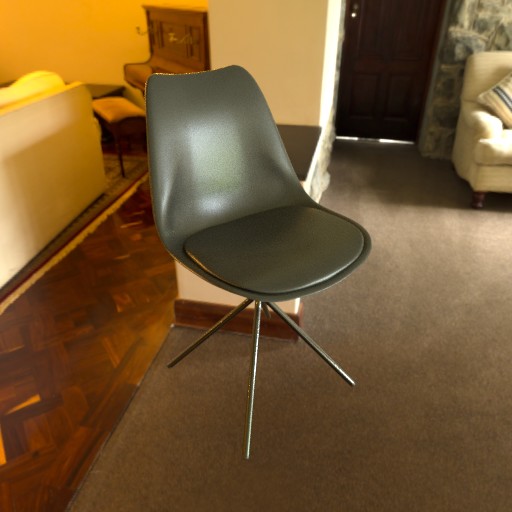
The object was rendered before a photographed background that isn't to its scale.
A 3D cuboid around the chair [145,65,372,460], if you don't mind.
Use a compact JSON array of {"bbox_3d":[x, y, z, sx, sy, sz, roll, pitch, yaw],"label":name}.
[{"bbox_3d":[0.000,0.000,1.152,0.461,0.850,0.525,-22,37,-32],"label":"chair"}]
